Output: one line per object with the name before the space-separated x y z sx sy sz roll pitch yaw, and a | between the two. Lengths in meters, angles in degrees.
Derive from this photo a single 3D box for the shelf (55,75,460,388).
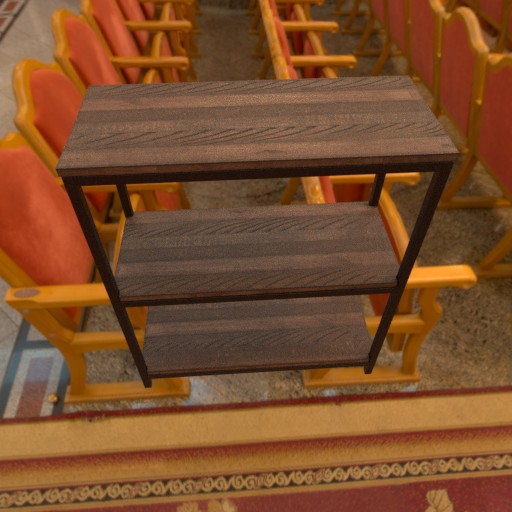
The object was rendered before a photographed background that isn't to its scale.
shelf | 0.000 0.000 1.366 0.822 0.947 0.352 -3 47 -3
